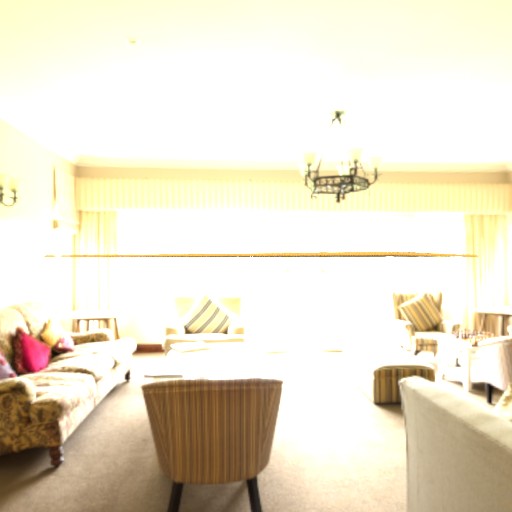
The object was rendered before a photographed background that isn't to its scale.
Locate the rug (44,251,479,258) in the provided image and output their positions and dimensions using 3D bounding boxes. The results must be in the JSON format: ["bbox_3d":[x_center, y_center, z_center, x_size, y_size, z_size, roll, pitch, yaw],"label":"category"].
[{"bbox_3d":[0.000,0.000,2.771,2.275,0.014,1.514,0,-1,37],"label":"rug"}]
